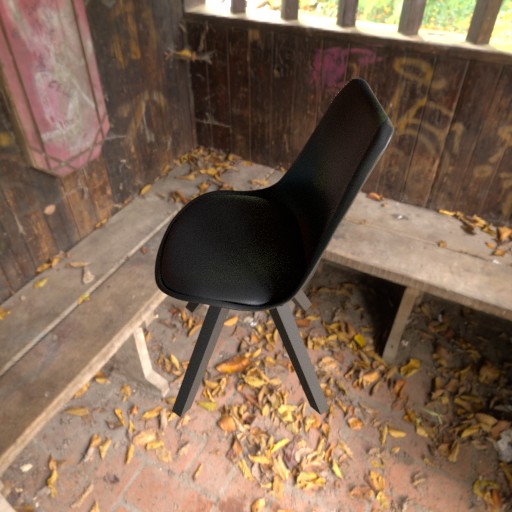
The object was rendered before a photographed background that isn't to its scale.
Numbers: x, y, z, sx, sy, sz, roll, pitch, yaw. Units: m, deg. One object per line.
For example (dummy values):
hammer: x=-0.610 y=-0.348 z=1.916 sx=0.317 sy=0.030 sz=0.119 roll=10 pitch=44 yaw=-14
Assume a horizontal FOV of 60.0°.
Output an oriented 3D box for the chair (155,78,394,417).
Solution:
chair: x=0.000 y=0.000 z=1.186 sx=0.530 sy=0.850 sz=0.485 roll=-1 pitch=41 yaw=-1
